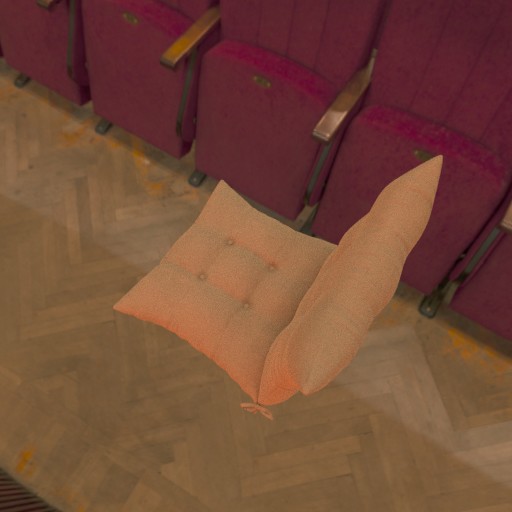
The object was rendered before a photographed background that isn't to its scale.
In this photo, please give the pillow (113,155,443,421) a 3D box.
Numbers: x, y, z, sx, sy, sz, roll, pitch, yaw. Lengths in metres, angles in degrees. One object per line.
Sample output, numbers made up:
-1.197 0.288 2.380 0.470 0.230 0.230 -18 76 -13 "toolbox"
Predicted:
0.000 0.000 1.011 0.585 0.536 0.541 30 68 14 "pillow"
